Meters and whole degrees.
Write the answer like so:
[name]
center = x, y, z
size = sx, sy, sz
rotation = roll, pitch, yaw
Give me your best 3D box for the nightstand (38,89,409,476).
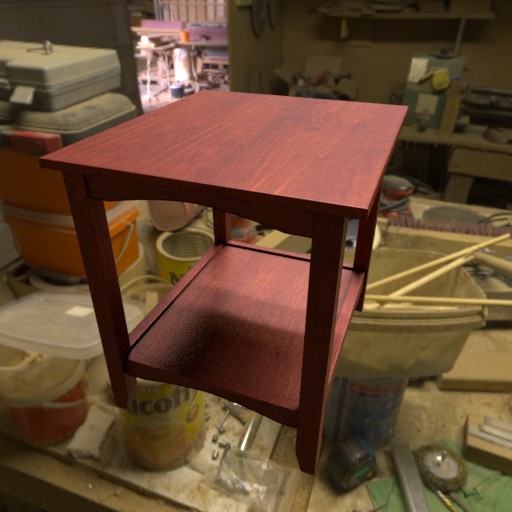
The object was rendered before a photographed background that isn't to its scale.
[nightstand]
center = 0.000, 0.000, 0.967
size = 0.501, 0.558, 0.558
rotation = 11, 33, 18
